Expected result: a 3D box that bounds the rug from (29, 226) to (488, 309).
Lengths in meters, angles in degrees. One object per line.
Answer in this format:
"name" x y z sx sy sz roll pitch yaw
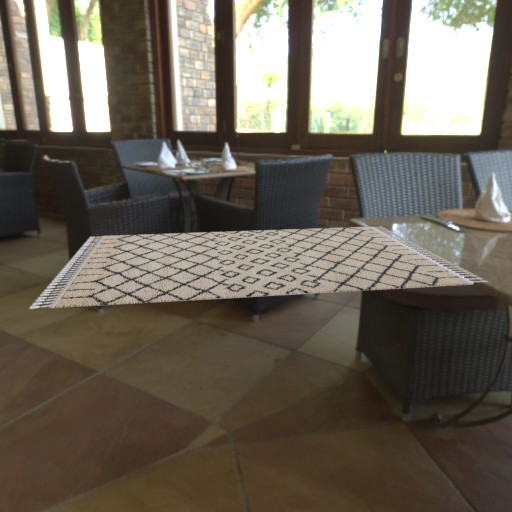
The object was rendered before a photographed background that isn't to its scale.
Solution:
"rug" 0.000 0.000 2.469 2.006 0.008 1.196 -2 17 -8
